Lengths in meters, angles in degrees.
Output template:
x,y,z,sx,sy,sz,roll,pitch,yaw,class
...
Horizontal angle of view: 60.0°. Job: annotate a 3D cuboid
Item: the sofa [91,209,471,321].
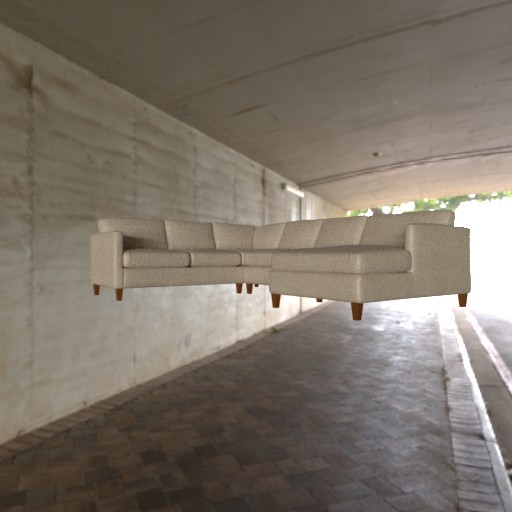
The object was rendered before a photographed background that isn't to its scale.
x,y,z,sx,sy,sz,roll,pitch,yaw,class
0.000,0.000,4.801,2.594,0.961,3.460,0,0,-36,sofa
